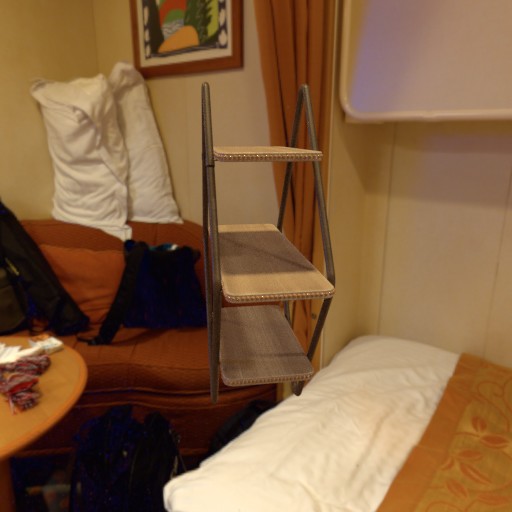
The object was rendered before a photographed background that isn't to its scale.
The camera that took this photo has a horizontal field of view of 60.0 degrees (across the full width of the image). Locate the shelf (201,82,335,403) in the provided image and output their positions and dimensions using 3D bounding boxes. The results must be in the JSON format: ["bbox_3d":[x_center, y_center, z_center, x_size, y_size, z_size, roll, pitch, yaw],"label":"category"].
[{"bbox_3d":[0.000,0.000,1.056,0.234,0.774,0.609,-2,16,-8],"label":"shelf"}]
